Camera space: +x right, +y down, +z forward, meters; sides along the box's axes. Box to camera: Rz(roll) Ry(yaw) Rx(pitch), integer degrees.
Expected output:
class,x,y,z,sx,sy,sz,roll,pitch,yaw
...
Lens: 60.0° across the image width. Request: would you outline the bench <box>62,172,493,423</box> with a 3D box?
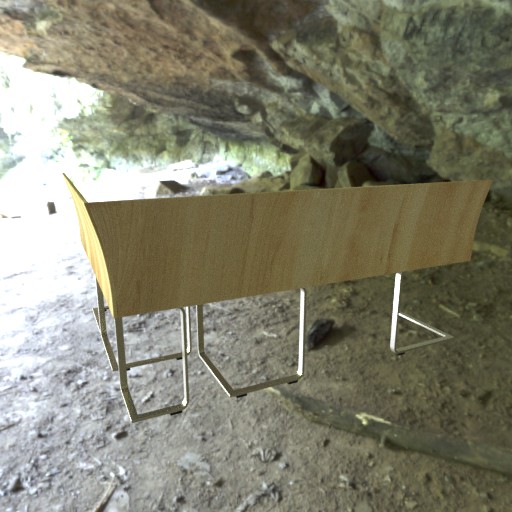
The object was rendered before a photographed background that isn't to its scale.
class,x,y,z,sx,sy,sz,roll,pitch,yaw
bench,0.000,0.000,2.606,1.945,0.930,1.495,-7,16,-25
